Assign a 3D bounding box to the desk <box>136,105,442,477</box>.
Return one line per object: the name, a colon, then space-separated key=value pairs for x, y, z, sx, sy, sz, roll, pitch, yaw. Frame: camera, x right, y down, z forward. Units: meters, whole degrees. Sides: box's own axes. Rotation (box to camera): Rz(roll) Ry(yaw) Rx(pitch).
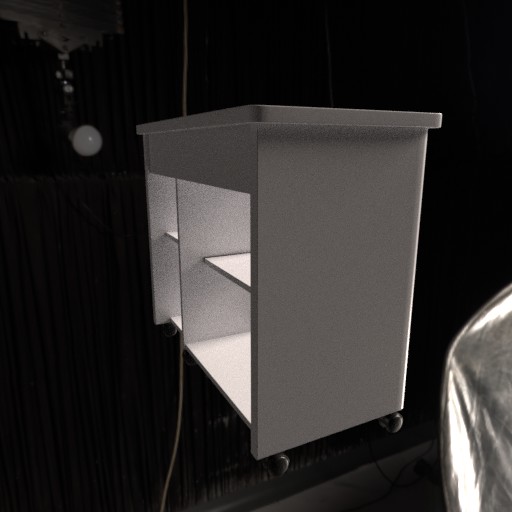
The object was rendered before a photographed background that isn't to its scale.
desk: x=0.000 y=0.000 z=1.308 sx=0.475 sy=0.763 sz=0.877 roll=-7 pitch=16 yaw=-26
